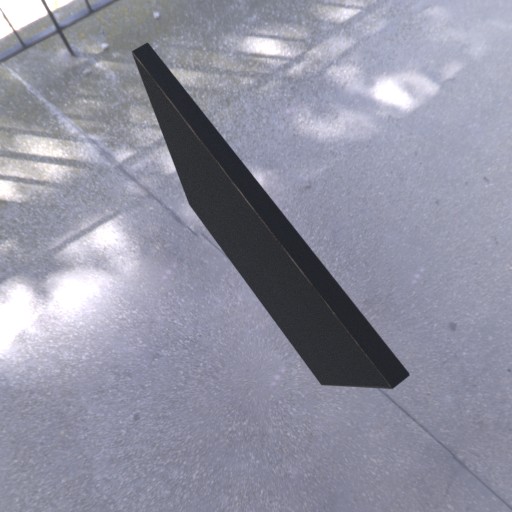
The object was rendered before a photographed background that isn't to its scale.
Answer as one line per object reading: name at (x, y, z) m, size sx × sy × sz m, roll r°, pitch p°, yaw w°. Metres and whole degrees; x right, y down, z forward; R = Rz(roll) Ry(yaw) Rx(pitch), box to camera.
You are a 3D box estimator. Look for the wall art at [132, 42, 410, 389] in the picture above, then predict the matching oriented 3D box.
wall art at (0.000, 0.000, 0.451) m, size 0.015 × 0.303 × 0.304 m, roll -35°, pitch 77°, yaw -9°
